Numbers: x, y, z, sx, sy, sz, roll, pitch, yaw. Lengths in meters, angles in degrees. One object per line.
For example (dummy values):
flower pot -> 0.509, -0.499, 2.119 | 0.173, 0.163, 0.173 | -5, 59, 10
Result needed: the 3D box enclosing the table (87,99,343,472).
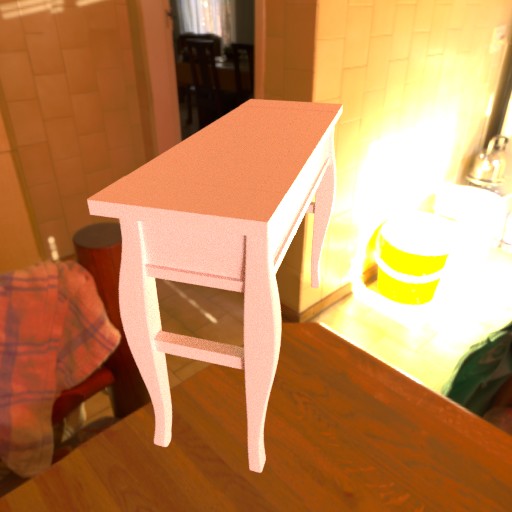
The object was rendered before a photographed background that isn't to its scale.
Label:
table -> 0.000, 0.000, 1.428 | 0.373, 0.768, 1.062 | 8, 31, 14
